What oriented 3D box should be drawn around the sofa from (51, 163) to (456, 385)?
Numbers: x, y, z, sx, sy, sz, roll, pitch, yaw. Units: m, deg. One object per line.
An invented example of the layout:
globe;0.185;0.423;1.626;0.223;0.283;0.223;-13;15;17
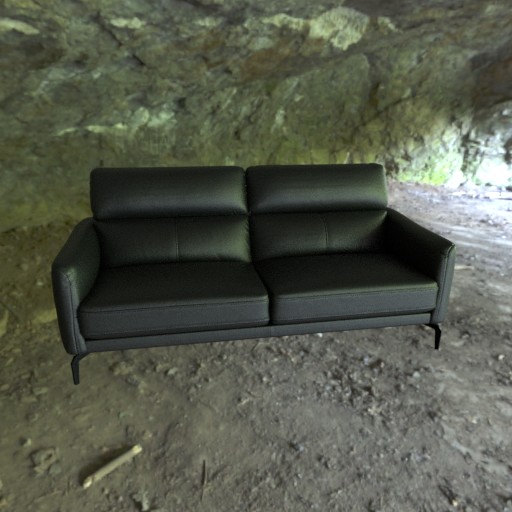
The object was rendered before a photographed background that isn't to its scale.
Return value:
sofa;0.000;0.000;2.542;2.069;0.957;0.856;-3;17;-10
